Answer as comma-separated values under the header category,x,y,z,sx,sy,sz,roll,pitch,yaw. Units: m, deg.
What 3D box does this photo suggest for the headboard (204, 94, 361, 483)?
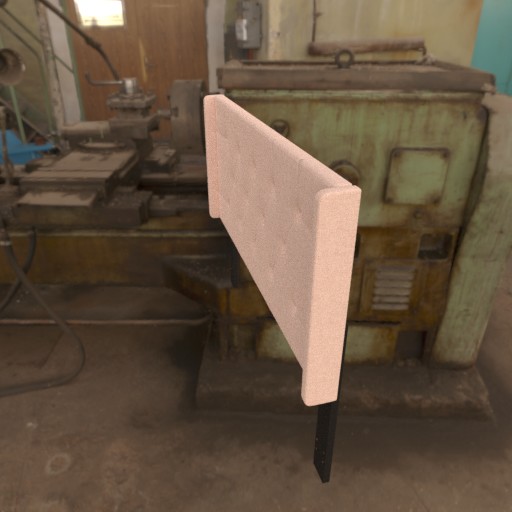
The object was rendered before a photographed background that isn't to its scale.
category,x,y,z,sx,sy,sz,roll,pitch,yaw
headboard,0.000,0.000,2.616,0.184,1.524,2.051,-8,29,-14
